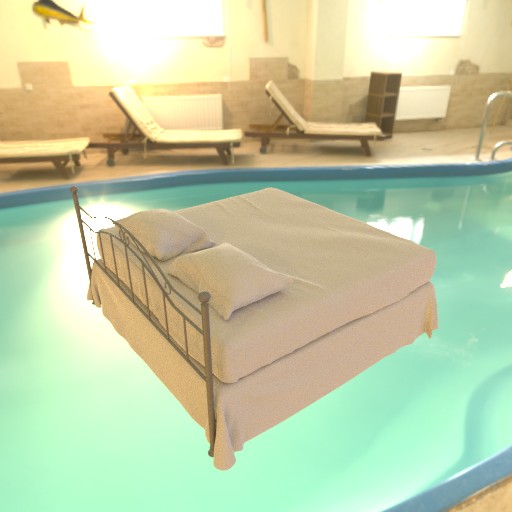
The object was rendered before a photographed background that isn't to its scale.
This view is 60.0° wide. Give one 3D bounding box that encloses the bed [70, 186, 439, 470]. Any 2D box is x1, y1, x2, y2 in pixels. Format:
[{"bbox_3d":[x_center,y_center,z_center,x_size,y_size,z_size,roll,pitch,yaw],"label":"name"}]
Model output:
[{"bbox_3d":[0.000,0.000,3.584,2.220,1.080,2.309,-19,32,-32],"label":"bed"}]
